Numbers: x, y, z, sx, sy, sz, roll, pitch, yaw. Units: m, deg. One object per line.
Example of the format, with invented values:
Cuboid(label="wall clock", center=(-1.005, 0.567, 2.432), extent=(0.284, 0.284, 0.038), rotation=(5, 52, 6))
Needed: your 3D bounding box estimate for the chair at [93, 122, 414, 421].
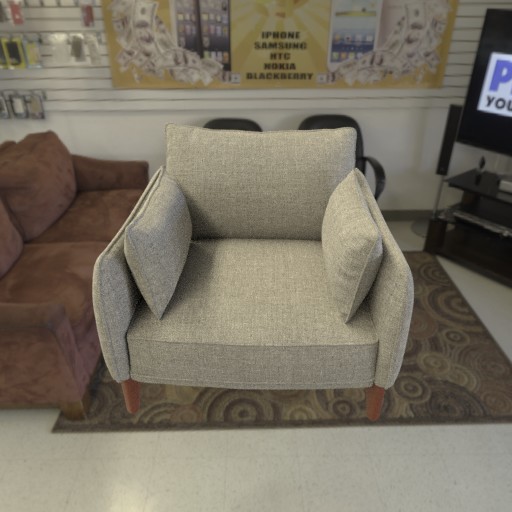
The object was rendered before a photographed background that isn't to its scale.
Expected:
Cuboid(label="chair", center=(0.000, 0.000, 1.730), extent=(0.993, 0.839, 0.976), rotation=(1, 31, 2))
